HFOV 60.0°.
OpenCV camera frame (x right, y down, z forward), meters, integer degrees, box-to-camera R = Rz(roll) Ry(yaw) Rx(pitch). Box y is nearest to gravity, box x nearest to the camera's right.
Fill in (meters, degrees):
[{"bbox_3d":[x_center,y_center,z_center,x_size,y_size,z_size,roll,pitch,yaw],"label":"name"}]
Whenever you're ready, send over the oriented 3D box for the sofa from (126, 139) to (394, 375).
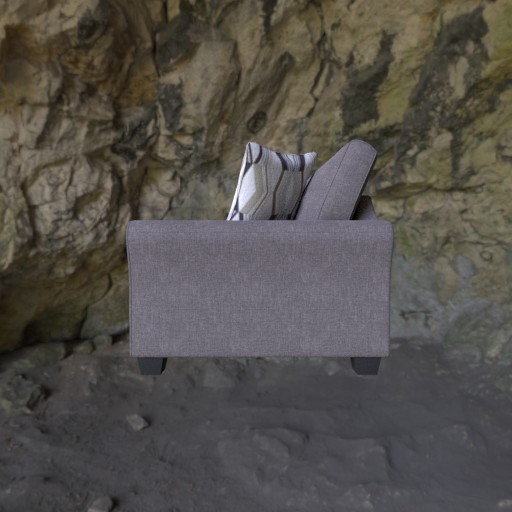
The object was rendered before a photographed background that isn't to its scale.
[{"bbox_3d":[0.000,0.000,2.436,0.889,0.813,2.032,0,0,0],"label":"sofa"}]
